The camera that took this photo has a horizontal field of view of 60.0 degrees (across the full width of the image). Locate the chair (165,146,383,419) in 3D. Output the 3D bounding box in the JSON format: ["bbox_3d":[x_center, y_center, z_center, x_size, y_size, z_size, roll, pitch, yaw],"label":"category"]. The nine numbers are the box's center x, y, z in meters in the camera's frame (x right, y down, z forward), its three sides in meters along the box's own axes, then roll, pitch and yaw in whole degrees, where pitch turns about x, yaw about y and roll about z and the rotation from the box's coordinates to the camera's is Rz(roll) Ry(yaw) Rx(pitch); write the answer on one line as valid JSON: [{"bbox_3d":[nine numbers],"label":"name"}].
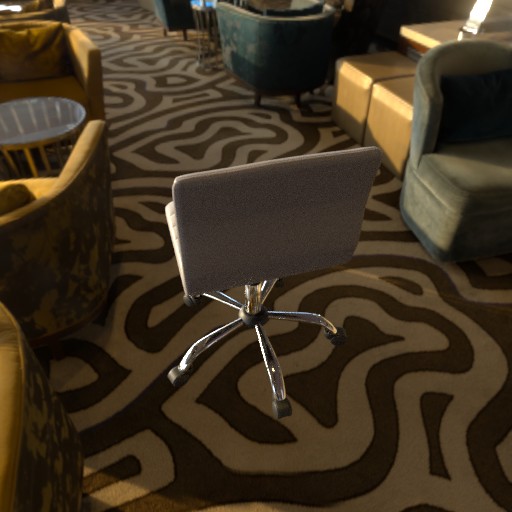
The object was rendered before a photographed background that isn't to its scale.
[{"bbox_3d":[0.000,0.000,1.162,0.569,0.750,0.542,-11,42,-13],"label":"chair"}]
